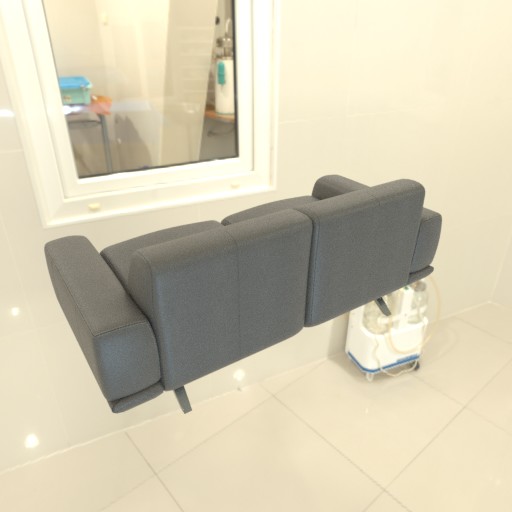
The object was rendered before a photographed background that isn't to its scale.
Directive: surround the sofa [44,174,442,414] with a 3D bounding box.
[{"bbox_3d":[0.000,0.000,2.336,1.901,0.772,0.900,-18,33,-29],"label":"sofa"}]
